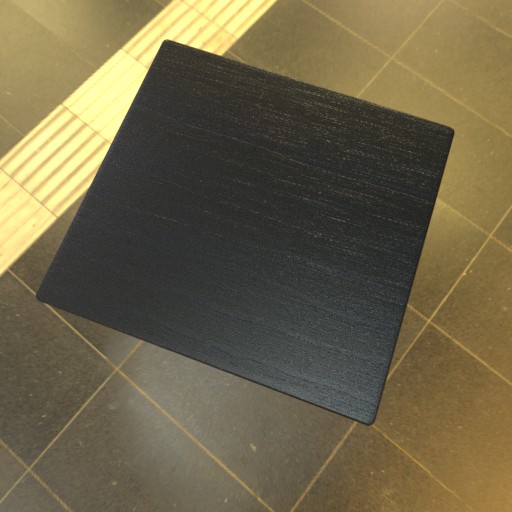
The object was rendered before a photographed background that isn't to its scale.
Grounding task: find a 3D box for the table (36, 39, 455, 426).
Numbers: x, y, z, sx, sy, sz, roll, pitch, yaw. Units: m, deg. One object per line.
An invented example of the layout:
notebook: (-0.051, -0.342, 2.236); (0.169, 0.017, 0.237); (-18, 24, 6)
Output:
table: (0.000, 0.000, 0.974); (0.533, 0.567, 0.500); (19, 76, 5)
